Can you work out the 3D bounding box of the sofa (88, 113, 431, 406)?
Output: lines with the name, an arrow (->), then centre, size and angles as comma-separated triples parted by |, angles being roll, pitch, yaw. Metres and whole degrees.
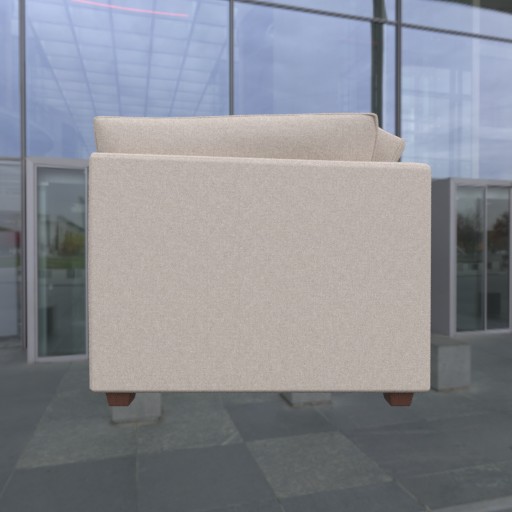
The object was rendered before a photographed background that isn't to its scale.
sofa -> 0.000, 0.000, 1.838 | 1.042, 0.937, 1.050 | 0, 1, 0
